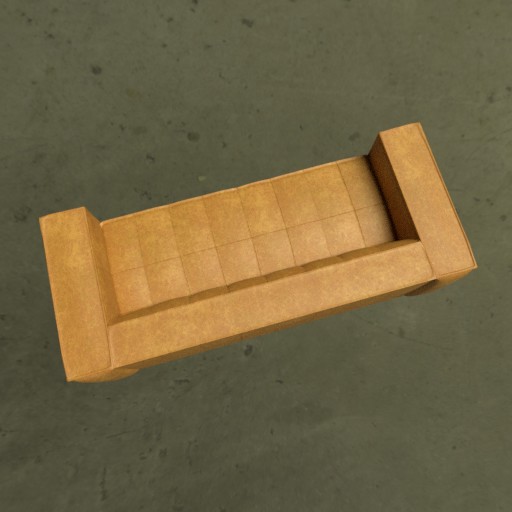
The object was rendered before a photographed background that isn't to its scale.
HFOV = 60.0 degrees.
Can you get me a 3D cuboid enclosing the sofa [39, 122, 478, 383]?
[{"bbox_3d":[0.000,0.000,3.061,2.581,0.701,1.102,-15,76,-4],"label":"sofa"}]
